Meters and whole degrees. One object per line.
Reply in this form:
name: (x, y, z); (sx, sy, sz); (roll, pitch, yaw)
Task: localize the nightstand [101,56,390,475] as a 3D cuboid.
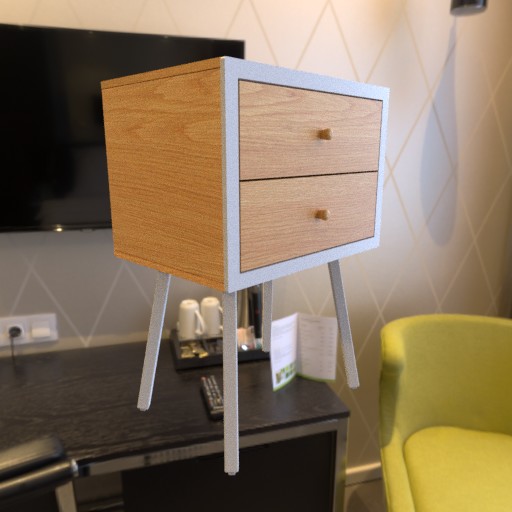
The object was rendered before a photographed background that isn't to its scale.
nightstand: (0.000, 0.000, 0.826); (0.316, 0.601, 0.400); (13, 19, 42)
